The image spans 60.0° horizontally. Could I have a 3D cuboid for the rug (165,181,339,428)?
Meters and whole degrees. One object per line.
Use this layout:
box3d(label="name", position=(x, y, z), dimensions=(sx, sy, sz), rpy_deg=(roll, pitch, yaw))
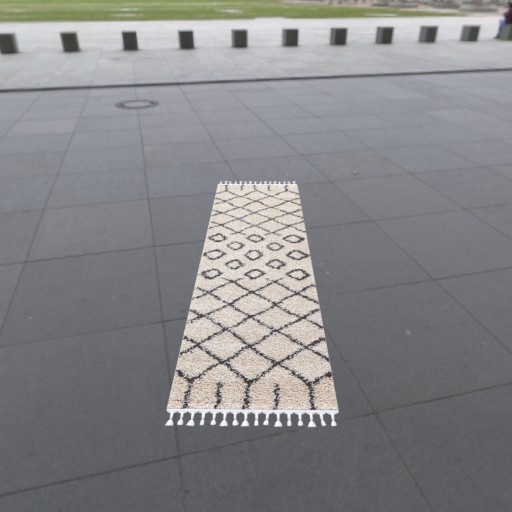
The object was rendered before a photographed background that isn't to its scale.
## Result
box3d(label="rug", position=(0.000, 0.000, 2.693), dimensions=(0.660, 0.005, 2.464), rpy_deg=(0, 31, 1))
